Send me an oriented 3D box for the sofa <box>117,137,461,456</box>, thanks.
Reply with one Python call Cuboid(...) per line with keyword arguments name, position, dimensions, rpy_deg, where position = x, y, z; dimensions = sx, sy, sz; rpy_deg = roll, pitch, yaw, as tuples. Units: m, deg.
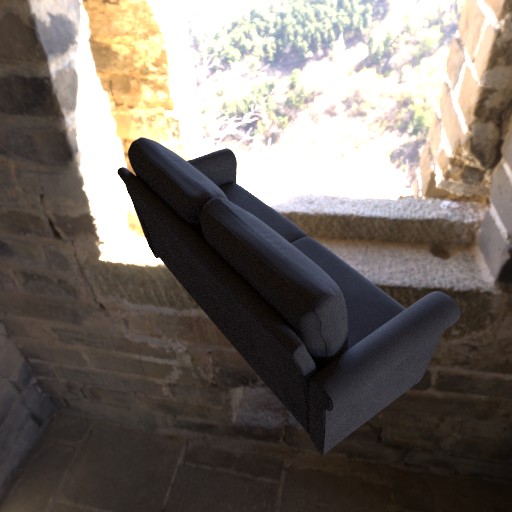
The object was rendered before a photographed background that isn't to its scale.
Cuboid(name="sofa", position=(0.000, 0.000, 2.436), dimensions=(0.842, 0.942, 1.935), rpy_deg=(-24, 45, -27))
